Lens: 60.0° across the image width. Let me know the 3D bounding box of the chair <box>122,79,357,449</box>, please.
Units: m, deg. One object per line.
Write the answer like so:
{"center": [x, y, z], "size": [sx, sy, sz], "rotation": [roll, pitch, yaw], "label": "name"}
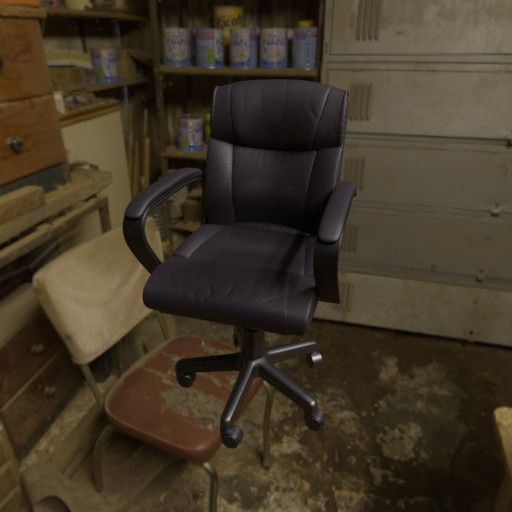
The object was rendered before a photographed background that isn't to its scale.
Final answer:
{"center": [0.000, 0.000, 1.399], "size": [0.576, 0.998, 0.641], "rotation": [8, 27, 16], "label": "chair"}
